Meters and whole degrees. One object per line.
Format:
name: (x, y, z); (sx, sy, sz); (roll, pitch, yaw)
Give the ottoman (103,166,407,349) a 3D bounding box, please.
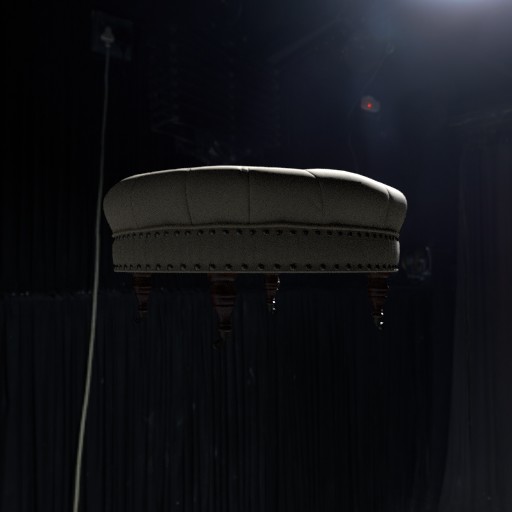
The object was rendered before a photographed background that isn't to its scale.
ottoman: (0.000, 0.000, 1.384); (0.901, 0.439, 0.901); (0, -1, 0)
